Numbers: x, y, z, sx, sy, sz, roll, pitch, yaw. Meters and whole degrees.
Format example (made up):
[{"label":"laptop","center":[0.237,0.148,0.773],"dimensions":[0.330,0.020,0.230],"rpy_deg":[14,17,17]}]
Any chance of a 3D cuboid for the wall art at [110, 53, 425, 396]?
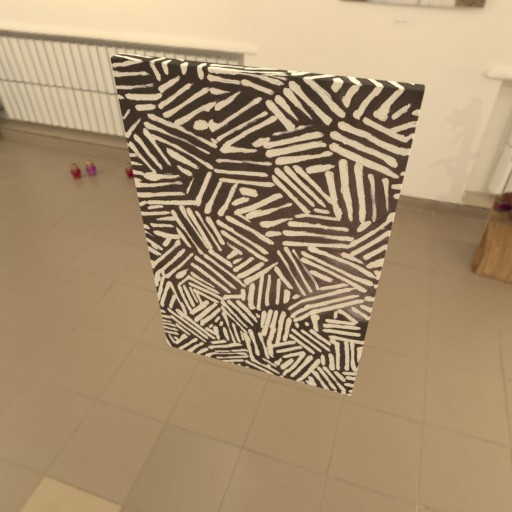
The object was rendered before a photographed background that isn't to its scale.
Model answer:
[{"label":"wall art","center":[0.000,0.000,1.132],"dimensions":[0.615,0.918,0.035],"rpy_deg":[12,41,14]}]
